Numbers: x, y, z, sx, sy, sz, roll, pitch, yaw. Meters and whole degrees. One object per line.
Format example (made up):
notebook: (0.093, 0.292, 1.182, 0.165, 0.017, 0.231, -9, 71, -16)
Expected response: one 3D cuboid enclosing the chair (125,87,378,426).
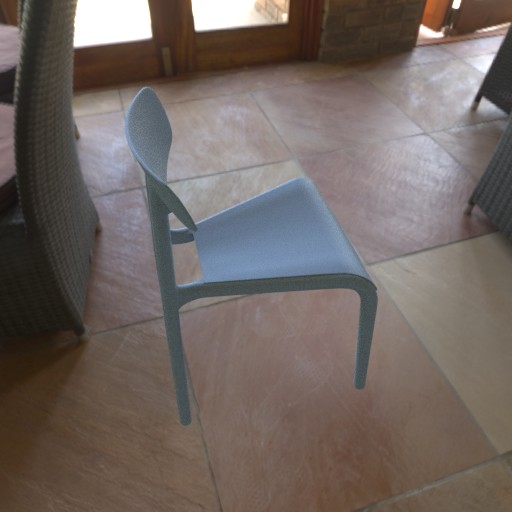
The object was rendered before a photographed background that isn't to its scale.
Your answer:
chair: (0.000, 0.000, 0.837, 0.401, 0.580, 0.356, -11, 47, -10)
